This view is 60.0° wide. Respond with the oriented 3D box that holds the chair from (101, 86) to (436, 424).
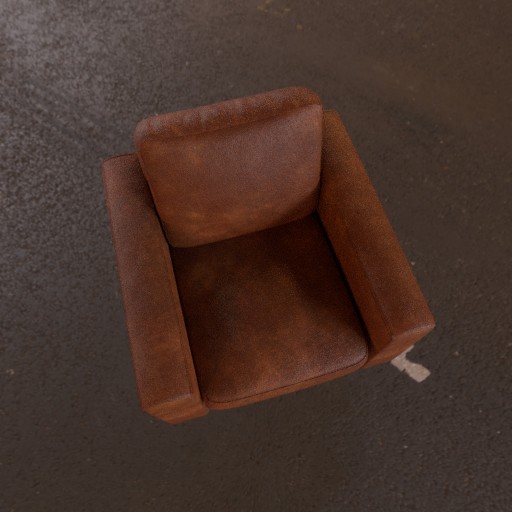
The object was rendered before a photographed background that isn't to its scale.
[{"bbox_3d":[0.000,0.000,1.715,1.005,0.873,1.016,-14,66,-7],"label":"chair"}]
